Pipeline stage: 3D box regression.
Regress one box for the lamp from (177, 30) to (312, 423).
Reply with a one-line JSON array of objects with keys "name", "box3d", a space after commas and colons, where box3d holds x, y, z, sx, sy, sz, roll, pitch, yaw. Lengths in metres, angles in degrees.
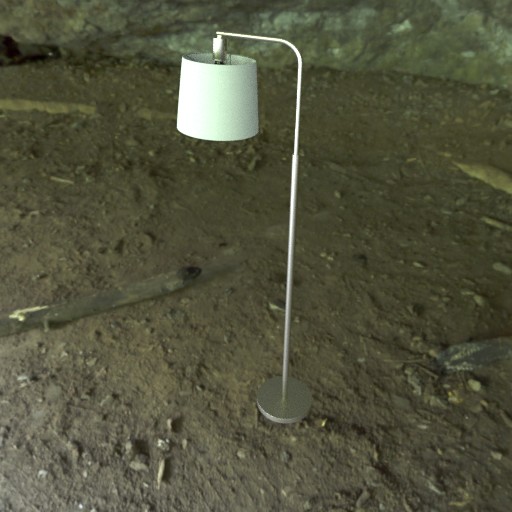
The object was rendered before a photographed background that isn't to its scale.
[{"name": "lamp", "box3d": [0.000, 0.000, 1.626, 0.508, 1.478, 0.254, 8, 32, 12]}]
